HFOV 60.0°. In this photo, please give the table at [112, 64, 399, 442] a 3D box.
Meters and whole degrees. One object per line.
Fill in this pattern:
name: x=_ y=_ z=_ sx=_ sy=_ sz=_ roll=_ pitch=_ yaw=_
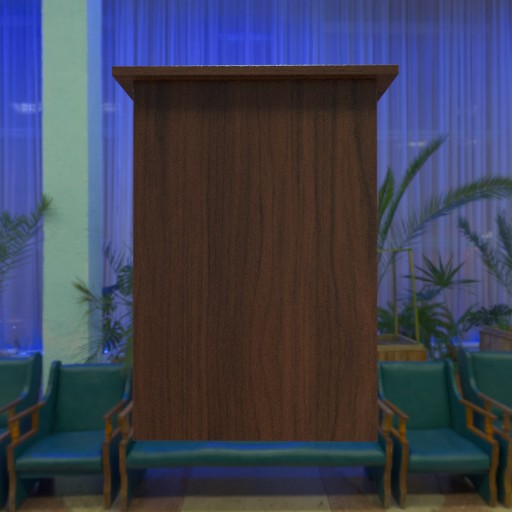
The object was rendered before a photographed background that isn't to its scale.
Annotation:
table: x=0.000 y=0.000 z=0.929 sx=0.480 sy=0.636 sz=0.381 roll=0 pitch=0 yaw=1
